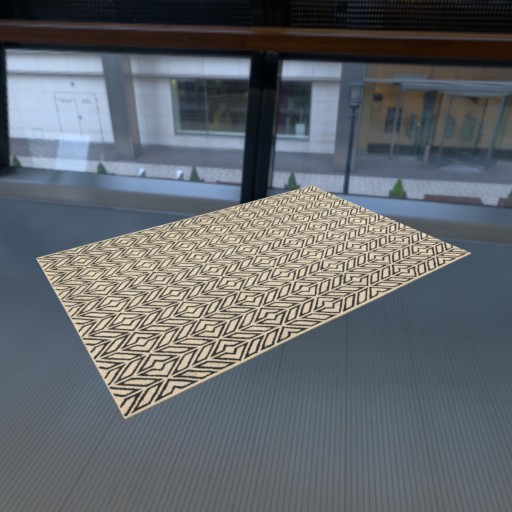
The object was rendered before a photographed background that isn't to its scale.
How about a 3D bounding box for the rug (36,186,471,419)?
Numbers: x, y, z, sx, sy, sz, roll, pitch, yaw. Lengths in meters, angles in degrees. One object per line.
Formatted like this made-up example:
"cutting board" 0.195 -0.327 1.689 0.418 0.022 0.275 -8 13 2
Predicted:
"rug" 0.000 0.000 2.238 1.828 0.007 1.220 -19 34 -30
